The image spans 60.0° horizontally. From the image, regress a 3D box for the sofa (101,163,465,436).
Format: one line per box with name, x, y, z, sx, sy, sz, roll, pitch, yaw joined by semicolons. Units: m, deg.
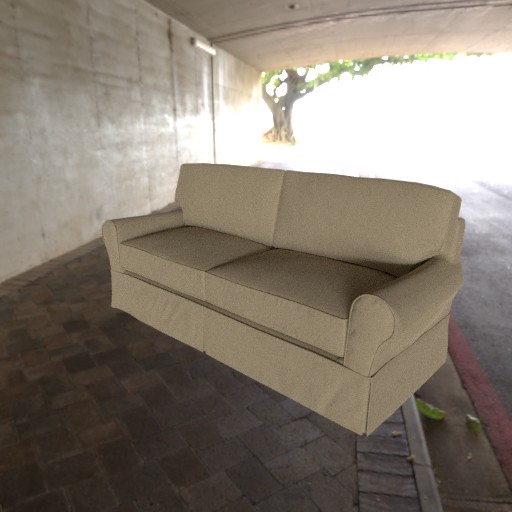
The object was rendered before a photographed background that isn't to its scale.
sofa;0.000;0.000;2.724;2.246;1.014;0.900;15;23;41
